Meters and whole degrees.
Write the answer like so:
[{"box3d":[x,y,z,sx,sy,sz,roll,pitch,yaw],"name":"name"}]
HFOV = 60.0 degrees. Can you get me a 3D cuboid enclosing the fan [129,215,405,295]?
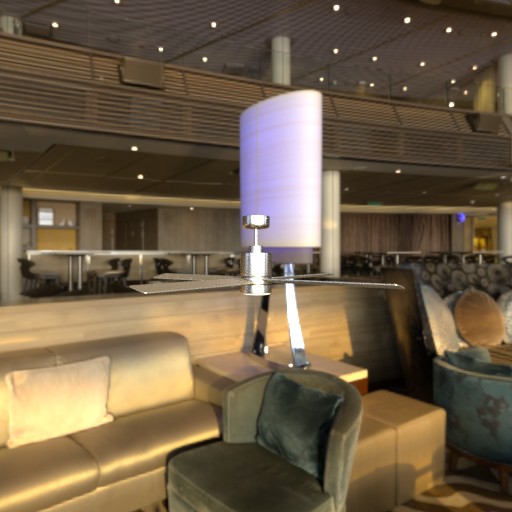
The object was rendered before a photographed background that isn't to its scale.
[{"box3d":[0.000,0.000,1.998,1.322,0.355,1.322,0,0,37],"name":"fan"}]
